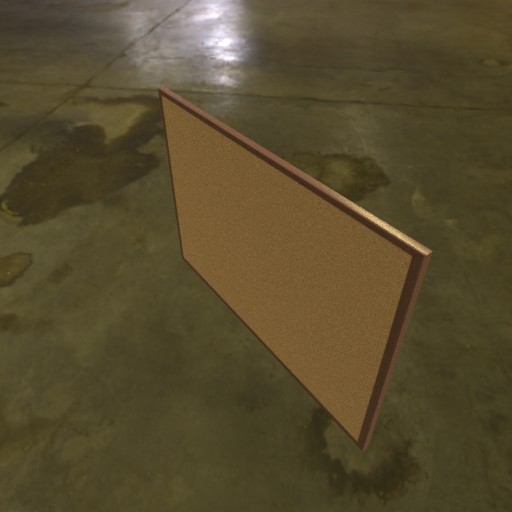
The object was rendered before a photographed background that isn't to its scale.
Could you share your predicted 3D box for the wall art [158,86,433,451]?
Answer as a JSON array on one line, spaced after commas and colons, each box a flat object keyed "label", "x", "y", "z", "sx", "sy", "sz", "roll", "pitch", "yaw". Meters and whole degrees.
[{"label": "wall art", "x": 0.000, "y": 0.000, "z": 0.847, "sx": 0.014, "sy": 0.455, "sz": 0.660, "roll": -25, "pitch": 46, "yaw": -27}]
